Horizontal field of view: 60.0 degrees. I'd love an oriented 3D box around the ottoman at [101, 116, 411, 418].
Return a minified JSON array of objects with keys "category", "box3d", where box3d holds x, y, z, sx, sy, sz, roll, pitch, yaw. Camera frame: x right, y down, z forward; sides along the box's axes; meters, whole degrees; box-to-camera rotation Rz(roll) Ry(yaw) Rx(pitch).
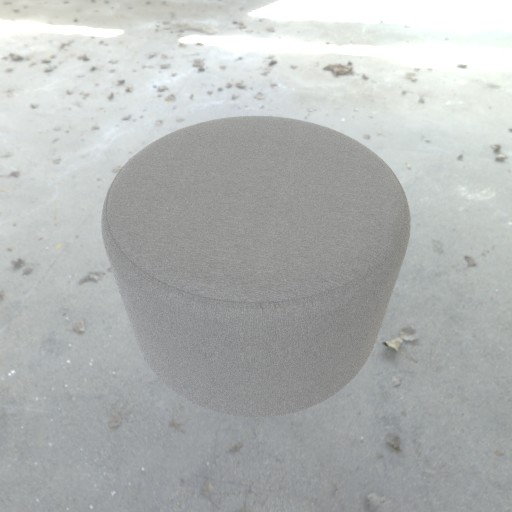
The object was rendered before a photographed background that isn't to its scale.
[{"category":"ottoman","box3d":[0.000,0.000,1.002,0.608,0.433,0.608,0,45,0]}]
